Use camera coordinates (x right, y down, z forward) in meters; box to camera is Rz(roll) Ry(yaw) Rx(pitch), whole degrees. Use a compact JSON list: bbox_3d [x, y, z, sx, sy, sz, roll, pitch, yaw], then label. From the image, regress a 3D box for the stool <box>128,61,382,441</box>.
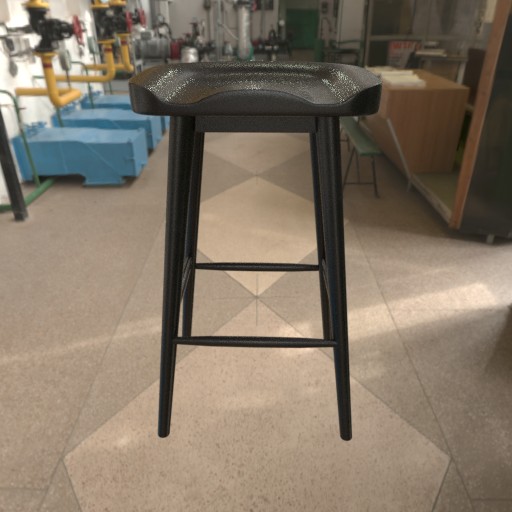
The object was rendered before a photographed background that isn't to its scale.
[{"bbox_3d":[0.000,0.000,0.964,0.440,0.749,0.361,1,30,1],"label":"stool"}]
